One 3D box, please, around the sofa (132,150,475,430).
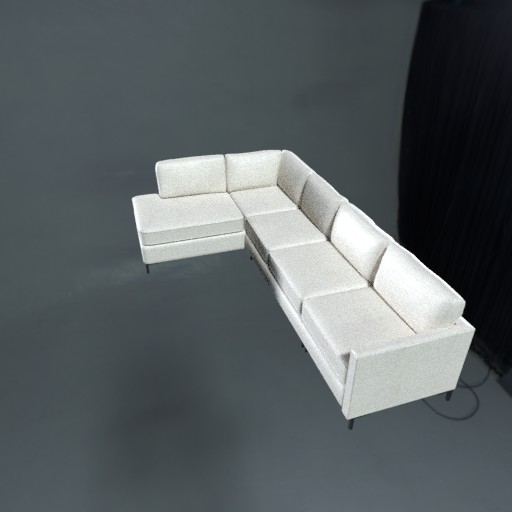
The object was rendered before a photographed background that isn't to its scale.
[{"bbox_3d":[0.000,0.000,4.229,2.048,0.996,3.384,-10,33,-15],"label":"sofa"}]
